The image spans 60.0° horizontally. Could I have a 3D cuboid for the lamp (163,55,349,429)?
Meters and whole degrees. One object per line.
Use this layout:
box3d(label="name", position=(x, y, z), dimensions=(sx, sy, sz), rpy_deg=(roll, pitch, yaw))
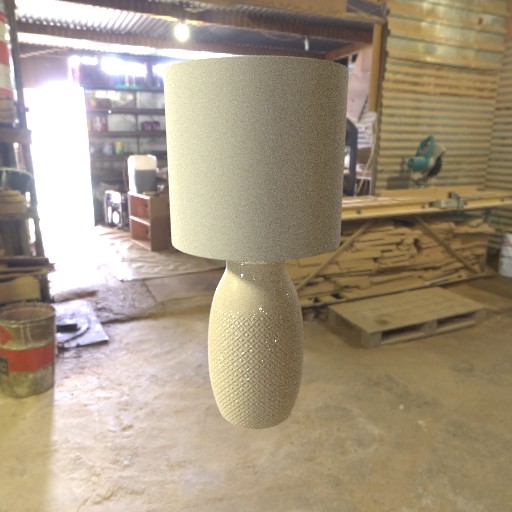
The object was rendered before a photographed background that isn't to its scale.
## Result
box3d(label="lamp", position=(0.000, 0.000, 0.585), dimensions=(0.217, 0.453, 0.217), rpy_deg=(-7, 16, -26))
